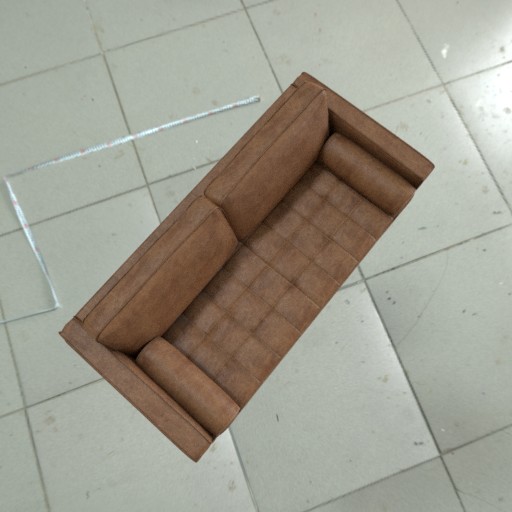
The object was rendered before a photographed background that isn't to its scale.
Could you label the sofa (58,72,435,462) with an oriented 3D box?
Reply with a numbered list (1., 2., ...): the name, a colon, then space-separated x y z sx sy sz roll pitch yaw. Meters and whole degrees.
1. sofa: 0.000 0.000 2.419 0.924 0.825 1.920 39 79 9
